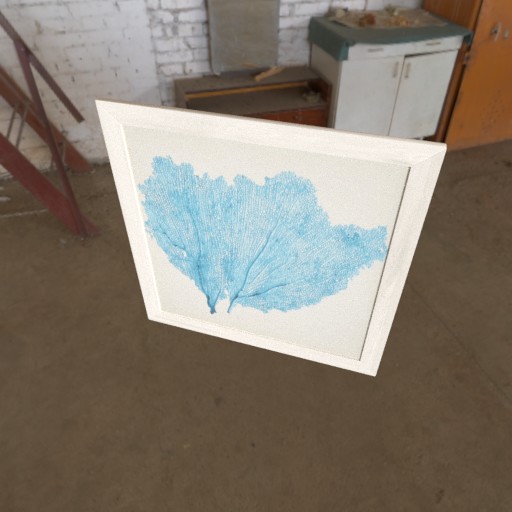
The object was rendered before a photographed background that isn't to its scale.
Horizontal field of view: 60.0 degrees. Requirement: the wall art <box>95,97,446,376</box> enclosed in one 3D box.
[{"bbox_3d":[0.000,0.000,0.905,0.584,0.584,0.013,12,43,13],"label":"wall art"}]
